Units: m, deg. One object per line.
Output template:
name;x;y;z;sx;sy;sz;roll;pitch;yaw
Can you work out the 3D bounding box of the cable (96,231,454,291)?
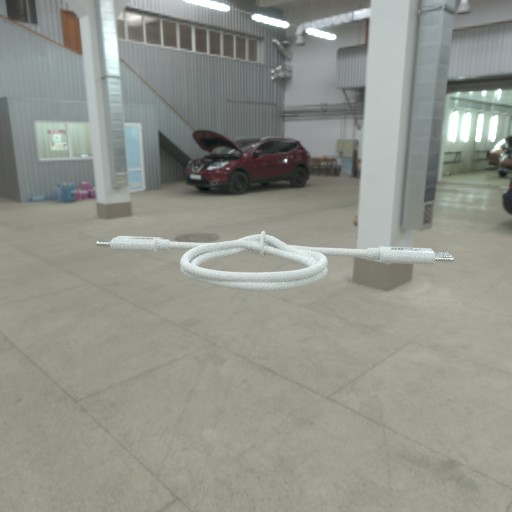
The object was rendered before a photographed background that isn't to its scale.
cable;0.000;0.000;0.207;0.186;0.014;0.070;2;15;9
